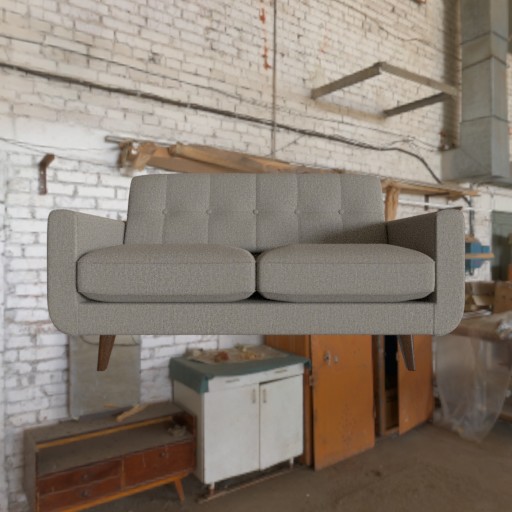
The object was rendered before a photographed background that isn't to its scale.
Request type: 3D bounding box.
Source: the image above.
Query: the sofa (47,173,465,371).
[{"bbox_3d":[0.000,0.000,2.185,1.651,0.925,0.952,0,0,0],"label":"sofa"}]
